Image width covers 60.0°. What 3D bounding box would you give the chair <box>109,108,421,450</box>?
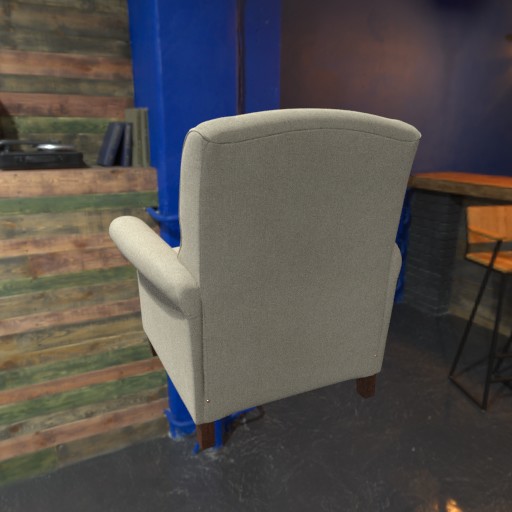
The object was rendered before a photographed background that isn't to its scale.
[{"bbox_3d":[0.000,0.000,1.736,0.978,1.061,0.905,-7,17,-25],"label":"chair"}]
